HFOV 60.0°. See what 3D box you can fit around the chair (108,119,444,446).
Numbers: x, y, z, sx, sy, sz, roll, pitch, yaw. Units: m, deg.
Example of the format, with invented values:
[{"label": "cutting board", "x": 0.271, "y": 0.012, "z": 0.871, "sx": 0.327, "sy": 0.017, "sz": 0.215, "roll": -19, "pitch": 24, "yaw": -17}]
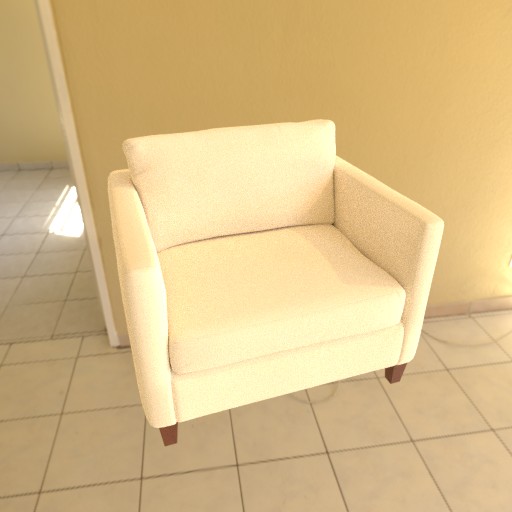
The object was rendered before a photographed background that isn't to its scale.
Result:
[{"label": "chair", "x": 0.000, "y": 0.000, "z": 1.717, "sx": 1.019, "sy": 0.885, "sz": 0.878, "roll": -9, "pitch": 31, "yaw": -16}]
